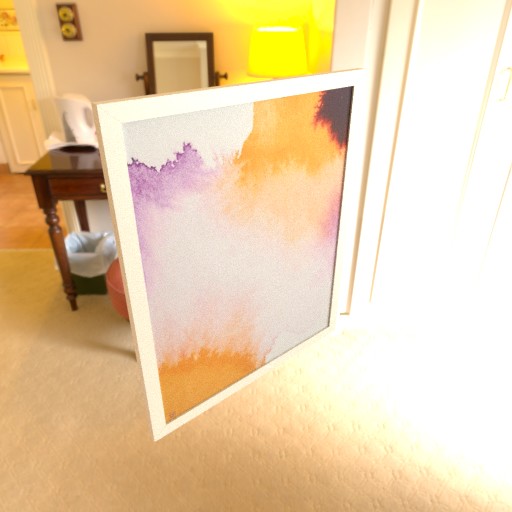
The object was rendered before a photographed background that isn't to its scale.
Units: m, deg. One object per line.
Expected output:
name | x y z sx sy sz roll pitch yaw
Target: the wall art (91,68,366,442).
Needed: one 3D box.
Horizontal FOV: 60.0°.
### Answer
wall art | 0.000 0.000 0.619 0.382 0.456 0.013 -23 37 -34
